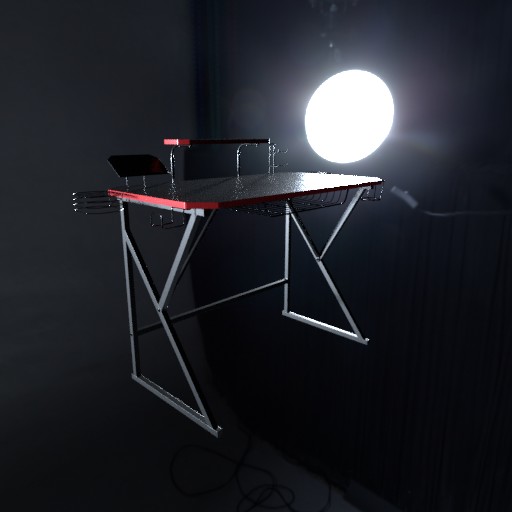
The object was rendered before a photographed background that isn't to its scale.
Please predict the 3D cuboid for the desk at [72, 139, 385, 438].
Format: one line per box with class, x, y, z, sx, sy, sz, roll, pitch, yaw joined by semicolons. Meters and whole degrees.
desk;0.000;0.000;1.795;0.588;0.913;1.280;14;21;42
